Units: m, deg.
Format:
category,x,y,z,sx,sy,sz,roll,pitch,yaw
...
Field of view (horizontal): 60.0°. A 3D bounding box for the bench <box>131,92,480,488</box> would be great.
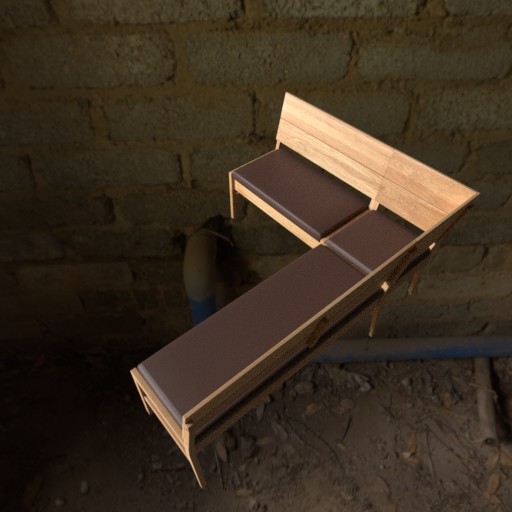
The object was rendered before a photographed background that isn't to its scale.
category,x,y,z,sx,sy,sz,roll,pitch,yaw
bench,0.000,0.000,2.713,1.975,0.890,1.549,-33,55,-27
